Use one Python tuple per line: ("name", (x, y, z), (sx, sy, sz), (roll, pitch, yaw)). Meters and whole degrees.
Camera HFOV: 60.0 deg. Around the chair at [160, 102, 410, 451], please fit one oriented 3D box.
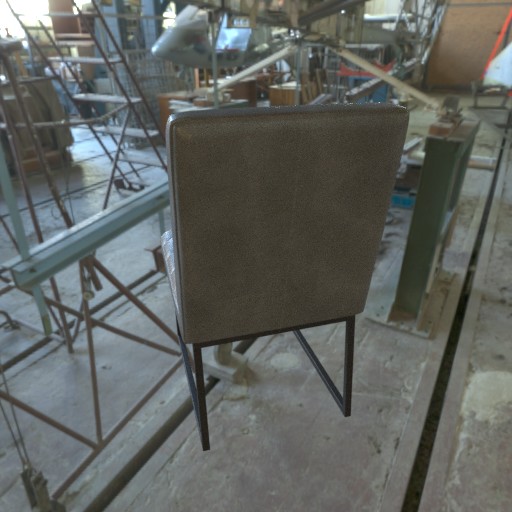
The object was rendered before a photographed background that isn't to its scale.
("chair", (0.000, 0.000, 1.327), (0.520, 0.930, 0.634), (-7, 28, -15))
